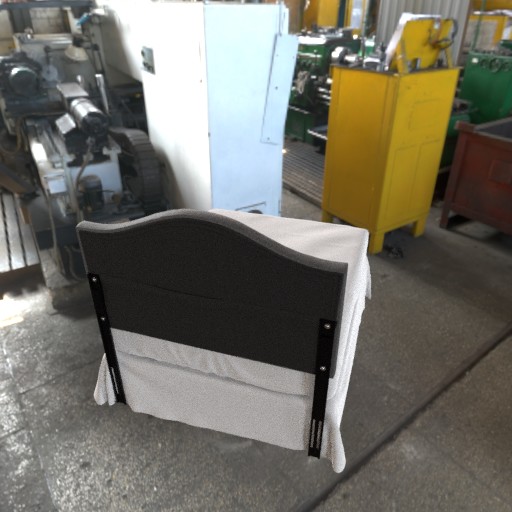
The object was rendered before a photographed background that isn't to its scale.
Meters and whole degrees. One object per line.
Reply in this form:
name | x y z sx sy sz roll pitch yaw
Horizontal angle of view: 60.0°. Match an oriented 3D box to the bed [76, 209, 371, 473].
bed | 0.000 0.000 3.541 1.876 1.645 2.221 9 32 15
